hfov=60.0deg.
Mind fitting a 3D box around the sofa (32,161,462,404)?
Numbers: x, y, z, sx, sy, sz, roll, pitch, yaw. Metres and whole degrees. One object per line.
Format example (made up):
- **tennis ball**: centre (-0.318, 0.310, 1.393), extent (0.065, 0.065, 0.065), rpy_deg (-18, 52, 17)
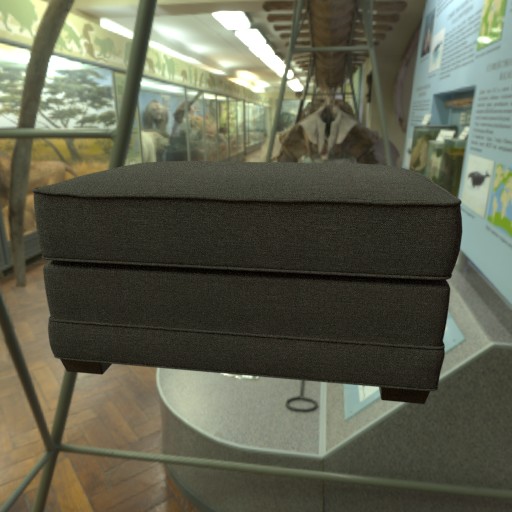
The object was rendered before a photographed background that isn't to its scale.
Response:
- **sofa**: centre (0.000, 0.000, 1.153), extent (0.854, 0.457, 0.578), rpy_deg (3, 17, 9)
